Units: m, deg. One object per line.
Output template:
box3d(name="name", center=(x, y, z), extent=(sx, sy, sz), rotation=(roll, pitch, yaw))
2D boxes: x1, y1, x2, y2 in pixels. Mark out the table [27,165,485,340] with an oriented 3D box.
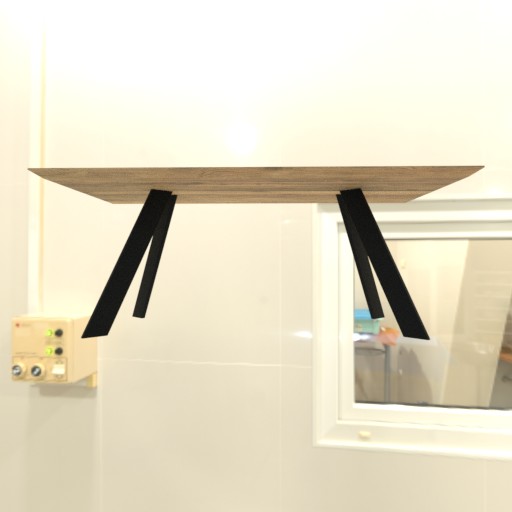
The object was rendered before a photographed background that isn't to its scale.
box3d(name="table", center=(0.000, 0.000, 2.433), extent=(2.000, 0.770, 1.000), rotation=(0, -1, 1))
